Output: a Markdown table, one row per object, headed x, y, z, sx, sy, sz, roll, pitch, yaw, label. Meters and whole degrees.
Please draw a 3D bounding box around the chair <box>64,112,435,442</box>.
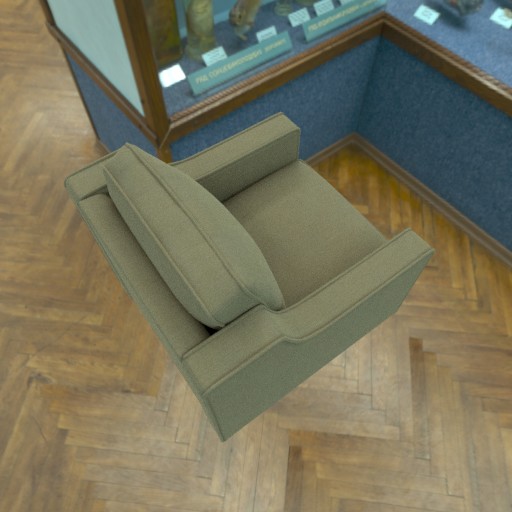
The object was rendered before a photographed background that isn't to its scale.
| x | y | z | sx | sy | sz | roll | pitch | yaw | label |
| --- | --- | --- | --- | --- | --- | --- | --- | --- | --- |
| 0.000 | 0.000 | 1.639 | 0.909 | 0.960 | 0.831 | -32 | 63 | -18 | chair |
